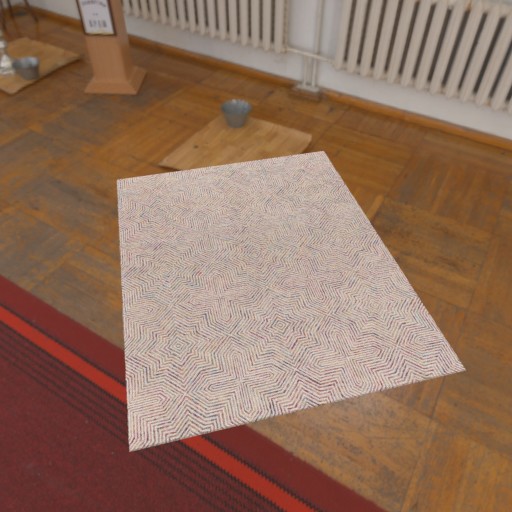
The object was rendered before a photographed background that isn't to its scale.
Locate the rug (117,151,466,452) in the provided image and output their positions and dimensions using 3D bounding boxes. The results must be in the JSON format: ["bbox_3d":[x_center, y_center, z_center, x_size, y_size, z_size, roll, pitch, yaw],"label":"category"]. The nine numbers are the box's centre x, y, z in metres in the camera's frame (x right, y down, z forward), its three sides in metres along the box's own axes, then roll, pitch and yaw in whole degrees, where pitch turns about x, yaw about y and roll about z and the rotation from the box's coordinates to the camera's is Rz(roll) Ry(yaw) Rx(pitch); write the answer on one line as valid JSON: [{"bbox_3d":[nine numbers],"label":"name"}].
[{"bbox_3d":[0.000,0.000,4.100,2.442,0.008,3.046,-10,46,-10],"label":"rug"}]
